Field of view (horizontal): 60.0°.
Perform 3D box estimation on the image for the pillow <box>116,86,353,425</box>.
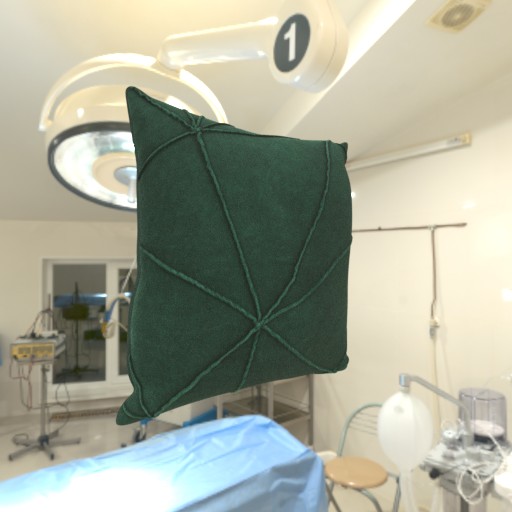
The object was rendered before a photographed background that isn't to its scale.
[{"bbox_3d":[0.000,0.000,0.696,0.439,0.440,0.184,0,0,-37],"label":"pillow"}]
